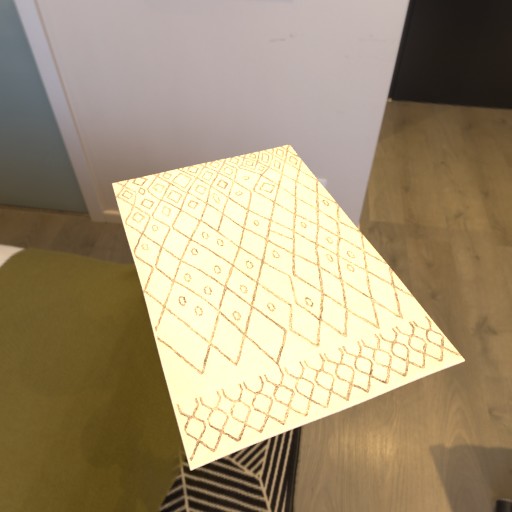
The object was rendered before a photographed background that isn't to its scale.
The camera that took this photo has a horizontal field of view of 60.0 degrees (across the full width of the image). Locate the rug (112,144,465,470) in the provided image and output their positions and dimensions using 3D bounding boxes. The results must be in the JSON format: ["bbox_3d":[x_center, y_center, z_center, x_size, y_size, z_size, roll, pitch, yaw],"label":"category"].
[{"bbox_3d":[0.000,0.000,2.340,1.222,0.015,1.828,-16,48,-15],"label":"rug"}]
